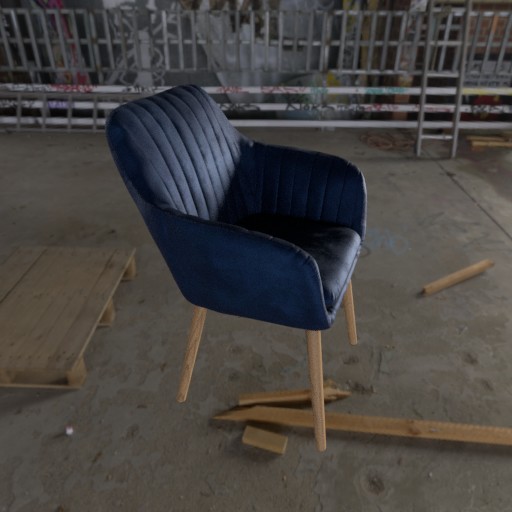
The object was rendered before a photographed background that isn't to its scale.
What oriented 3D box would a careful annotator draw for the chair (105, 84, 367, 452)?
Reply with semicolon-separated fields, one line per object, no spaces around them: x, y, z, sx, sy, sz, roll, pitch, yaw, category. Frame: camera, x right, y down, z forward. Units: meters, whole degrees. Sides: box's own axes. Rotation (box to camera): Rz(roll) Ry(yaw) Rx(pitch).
0.000;0.000;1.232;0.573;0.826;0.578;11;33;18;chair
